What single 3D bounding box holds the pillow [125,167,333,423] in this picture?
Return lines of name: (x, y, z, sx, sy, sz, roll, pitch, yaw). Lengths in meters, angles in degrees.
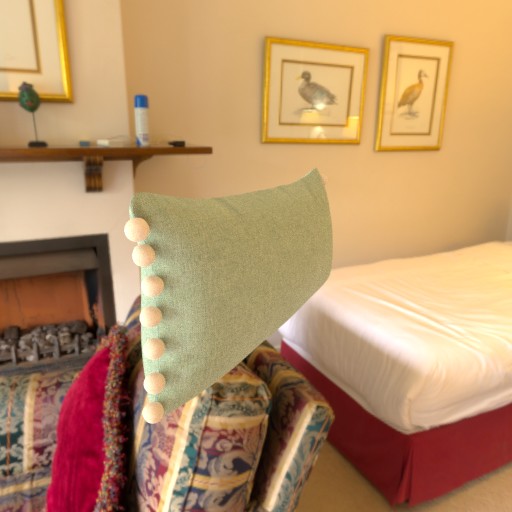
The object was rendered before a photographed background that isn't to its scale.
pillow: (0.000, 0.000, 0.860, 0.201, 0.322, 0.709, 8, 18, 26)
